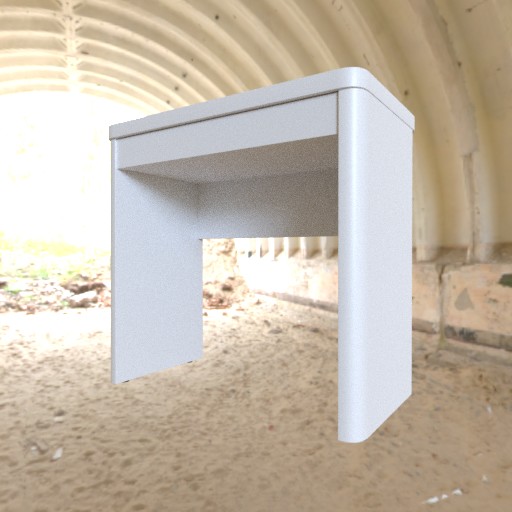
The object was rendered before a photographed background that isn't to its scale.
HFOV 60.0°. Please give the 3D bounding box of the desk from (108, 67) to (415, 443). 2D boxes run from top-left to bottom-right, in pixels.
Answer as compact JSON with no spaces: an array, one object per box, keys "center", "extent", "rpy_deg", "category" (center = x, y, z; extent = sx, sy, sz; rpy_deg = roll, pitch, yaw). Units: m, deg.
[{"center":[0.000,0.000,1.274],"extent":[0.790,0.760,0.446],"rpy_deg":[0,1,34],"category":"desk"}]
